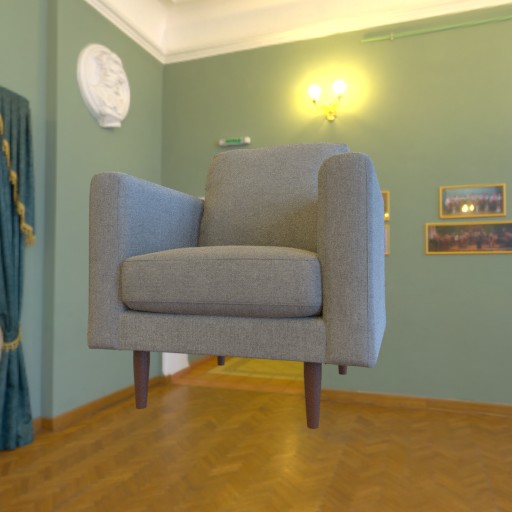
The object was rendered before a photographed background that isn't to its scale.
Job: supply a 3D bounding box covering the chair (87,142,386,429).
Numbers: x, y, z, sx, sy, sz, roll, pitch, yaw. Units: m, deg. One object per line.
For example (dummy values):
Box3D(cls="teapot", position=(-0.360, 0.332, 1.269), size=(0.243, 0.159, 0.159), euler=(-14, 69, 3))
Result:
Box3D(cls="chair", position=(0.000, 0.000, 1.563), size=(0.855, 0.927, 0.800), euler=(-1, -2, 18))
